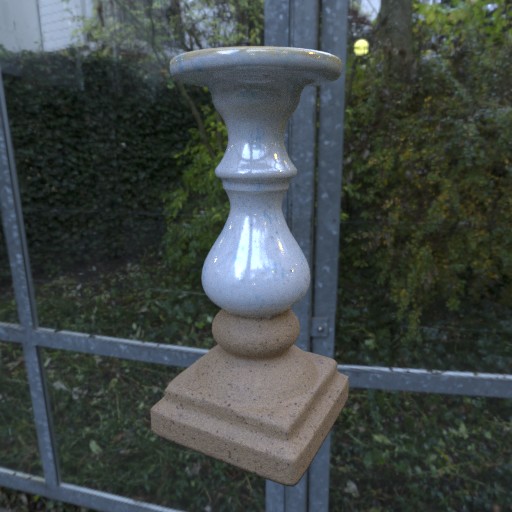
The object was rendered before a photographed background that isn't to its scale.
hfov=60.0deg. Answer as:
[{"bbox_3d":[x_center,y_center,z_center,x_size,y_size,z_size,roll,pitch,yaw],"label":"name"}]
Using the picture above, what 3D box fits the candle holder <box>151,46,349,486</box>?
[{"bbox_3d":[0.000,0.000,0.295,0.110,0.239,0.110,8,17,27],"label":"candle holder"}]
